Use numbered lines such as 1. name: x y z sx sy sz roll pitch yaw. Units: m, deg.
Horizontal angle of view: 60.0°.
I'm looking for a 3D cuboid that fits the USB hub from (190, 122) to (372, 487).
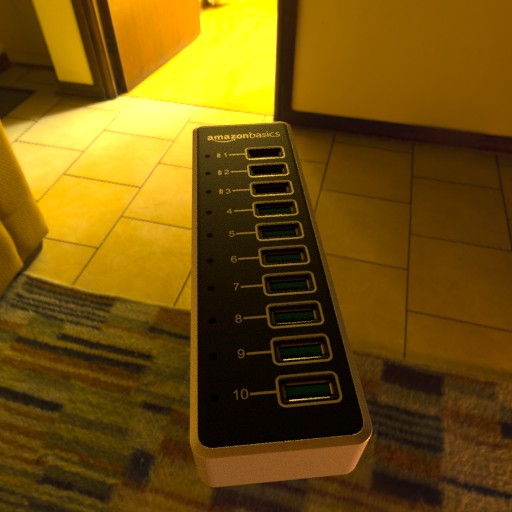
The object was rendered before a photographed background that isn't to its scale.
1. USB hub: 0.000 0.000 0.160 0.044 0.023 0.145 -4 47 -4
